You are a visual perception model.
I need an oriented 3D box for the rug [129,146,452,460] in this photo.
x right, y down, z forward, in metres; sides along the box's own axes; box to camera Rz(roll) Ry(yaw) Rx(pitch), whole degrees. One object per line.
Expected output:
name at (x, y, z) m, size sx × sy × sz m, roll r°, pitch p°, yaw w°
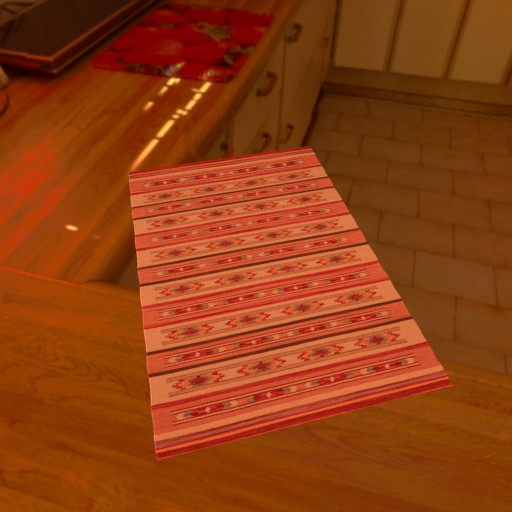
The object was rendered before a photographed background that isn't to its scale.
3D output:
rug at (0.000, 0.000, 2.333) m, size 1.223 × 0.008 × 1.817 m, roll -10°, pitch 48°, yaw -10°
